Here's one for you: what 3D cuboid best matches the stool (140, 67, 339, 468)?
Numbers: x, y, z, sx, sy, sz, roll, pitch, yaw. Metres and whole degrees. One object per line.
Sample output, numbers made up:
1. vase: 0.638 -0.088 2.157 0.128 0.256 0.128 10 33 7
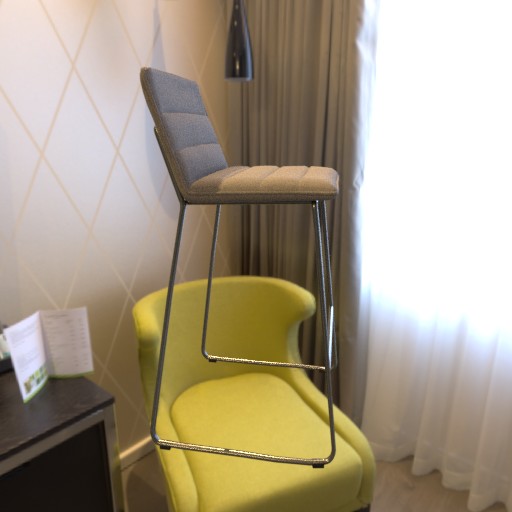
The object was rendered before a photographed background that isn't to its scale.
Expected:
1. stool: 0.000 0.000 1.245 0.490 0.960 0.490 3 17 10
